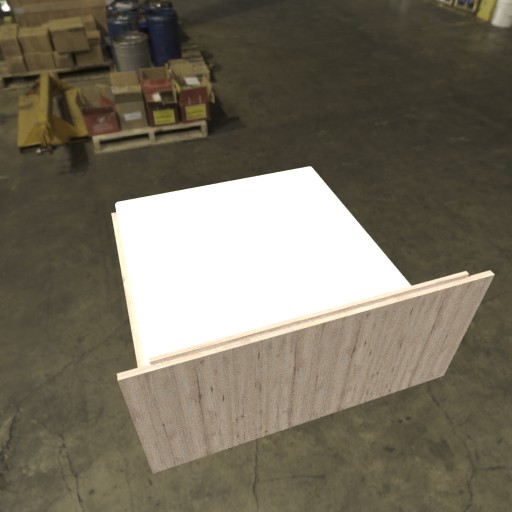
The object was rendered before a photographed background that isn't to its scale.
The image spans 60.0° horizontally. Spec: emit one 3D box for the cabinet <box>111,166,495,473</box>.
[{"bbox_3d":[0.000,0.000,3.148,1.950,0.970,2.080,-13,44,-14],"label":"cabinet"}]
